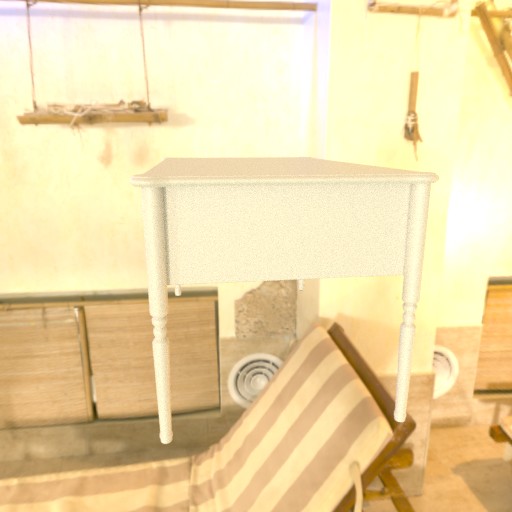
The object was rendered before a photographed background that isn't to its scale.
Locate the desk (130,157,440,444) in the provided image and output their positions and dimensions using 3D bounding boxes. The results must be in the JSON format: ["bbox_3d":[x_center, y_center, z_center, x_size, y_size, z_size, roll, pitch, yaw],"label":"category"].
[{"bbox_3d":[0.000,0.000,1.847,0.807,0.762,1.380,-2,15,-8],"label":"desk"}]
